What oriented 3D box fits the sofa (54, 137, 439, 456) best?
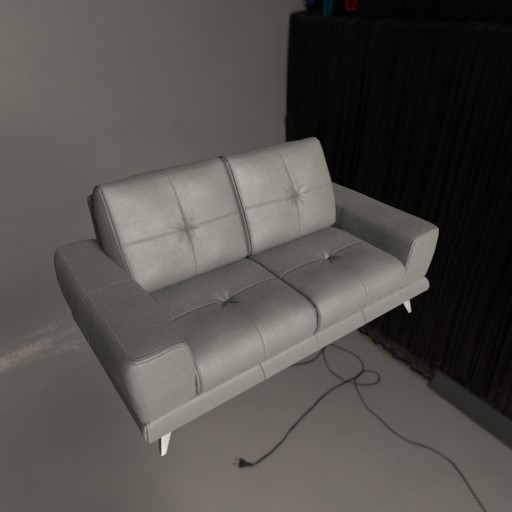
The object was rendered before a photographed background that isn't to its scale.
[{"bbox_3d":[0.000,0.000,2.326,1.806,0.907,1.018,-20,36,-30],"label":"sofa"}]
